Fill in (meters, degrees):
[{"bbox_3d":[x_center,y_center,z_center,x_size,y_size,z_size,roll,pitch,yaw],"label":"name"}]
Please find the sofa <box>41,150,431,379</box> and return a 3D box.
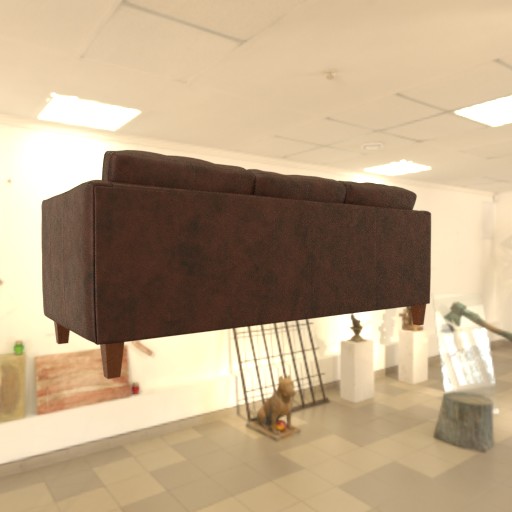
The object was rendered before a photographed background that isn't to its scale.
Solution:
[{"bbox_3d":[0.000,0.000,2.930,2.464,1.006,1.045,0,1,-37],"label":"sofa"}]
